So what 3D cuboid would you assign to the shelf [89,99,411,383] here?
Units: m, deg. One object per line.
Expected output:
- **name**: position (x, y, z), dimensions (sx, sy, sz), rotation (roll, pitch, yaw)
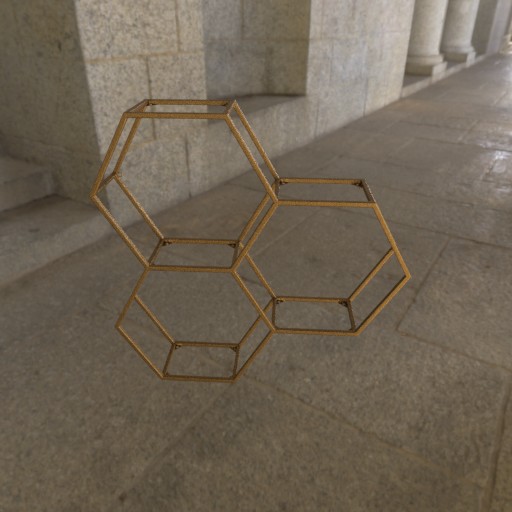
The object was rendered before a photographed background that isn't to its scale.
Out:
- **shelf**: position (0.000, 0.000, 1.080), dimensions (0.708, 0.701, 0.150), rotation (2, 29, 3)
